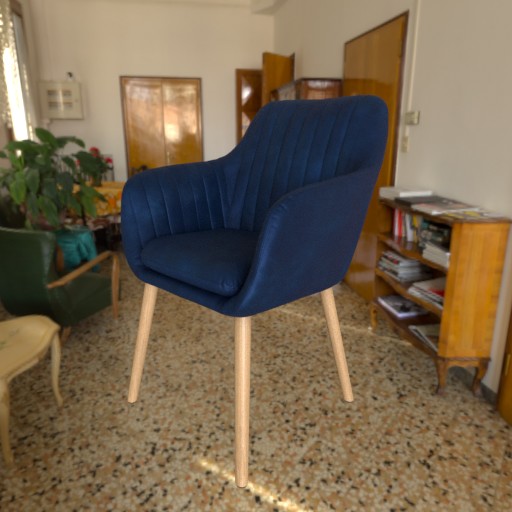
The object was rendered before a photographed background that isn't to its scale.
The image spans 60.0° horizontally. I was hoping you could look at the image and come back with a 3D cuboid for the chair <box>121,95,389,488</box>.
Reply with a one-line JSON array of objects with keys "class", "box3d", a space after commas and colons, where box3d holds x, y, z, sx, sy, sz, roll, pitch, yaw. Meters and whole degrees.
[{"class": "chair", "box3d": [0.000, 0.000, 1.181, 0.578, 0.826, 0.573, 14, 21, 42]}]
